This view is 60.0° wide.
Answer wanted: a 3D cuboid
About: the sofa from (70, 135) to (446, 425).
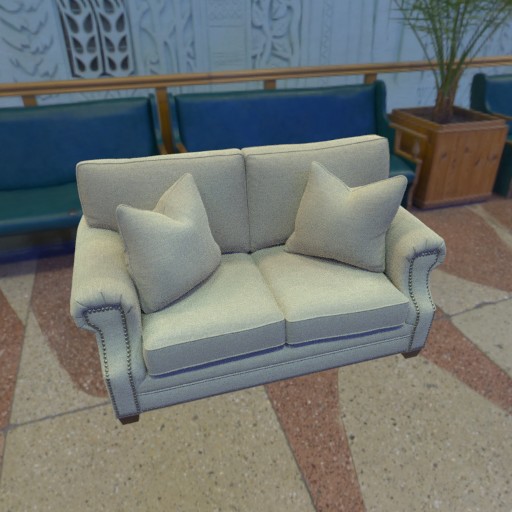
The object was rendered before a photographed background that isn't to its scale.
[{"bbox_3d":[0.000,0.000,2.236,1.701,0.966,0.966,-9,33,-14],"label":"sofa"}]
